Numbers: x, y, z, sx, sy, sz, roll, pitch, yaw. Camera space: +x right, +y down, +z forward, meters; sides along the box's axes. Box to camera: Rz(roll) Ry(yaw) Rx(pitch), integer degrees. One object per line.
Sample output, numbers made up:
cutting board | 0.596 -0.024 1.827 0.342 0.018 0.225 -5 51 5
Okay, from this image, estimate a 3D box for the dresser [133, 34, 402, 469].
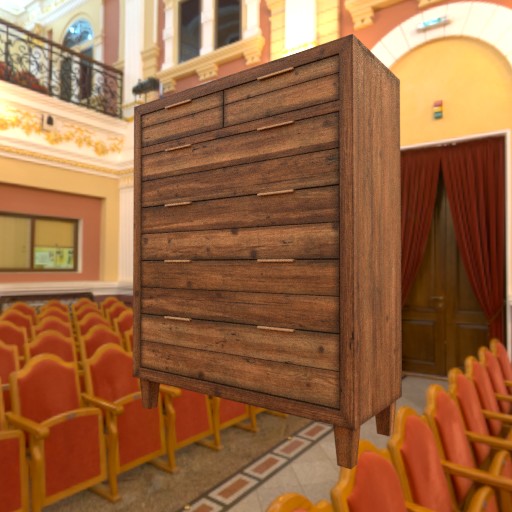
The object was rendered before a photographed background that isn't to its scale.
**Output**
dresser | 0.000 0.000 1.849 1.067 1.359 0.438 -1 -1 37
